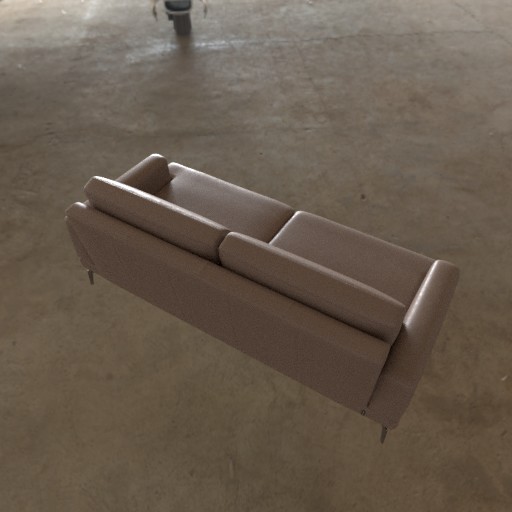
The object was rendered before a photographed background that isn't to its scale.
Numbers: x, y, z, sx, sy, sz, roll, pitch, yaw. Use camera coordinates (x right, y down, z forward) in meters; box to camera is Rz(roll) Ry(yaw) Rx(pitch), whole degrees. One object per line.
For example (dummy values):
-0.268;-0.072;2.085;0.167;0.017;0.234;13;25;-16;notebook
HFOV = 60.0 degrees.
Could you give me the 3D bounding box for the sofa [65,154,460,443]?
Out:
0.000;0.000;2.369;1.940;0.765;0.974;23;50;21;sofa
